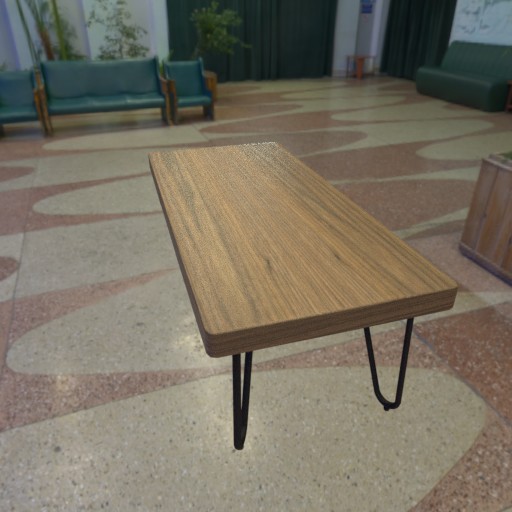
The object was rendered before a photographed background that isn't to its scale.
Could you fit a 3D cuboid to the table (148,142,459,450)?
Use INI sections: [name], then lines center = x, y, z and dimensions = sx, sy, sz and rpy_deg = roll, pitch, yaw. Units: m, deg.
[table]
center = 0.000, 0.000, 1.686
dimensions = 0.637, 0.468, 1.375
rpy_deg = -9, 31, -15
